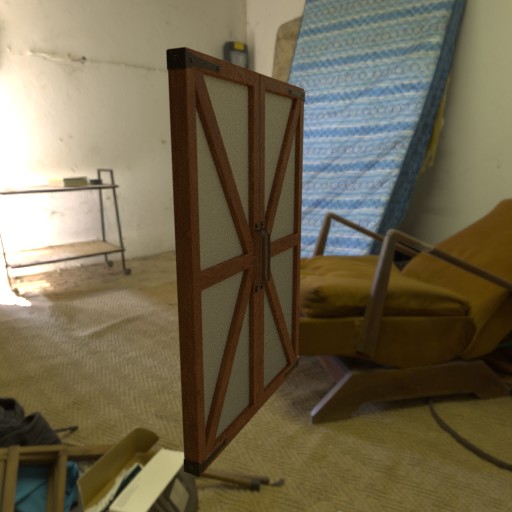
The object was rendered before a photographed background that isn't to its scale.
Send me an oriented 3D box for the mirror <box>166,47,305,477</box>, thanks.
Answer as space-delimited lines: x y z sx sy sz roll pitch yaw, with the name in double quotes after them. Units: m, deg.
0.000 0.000 0.986 0.053 0.761 0.517 6 15 26 "mirror"
